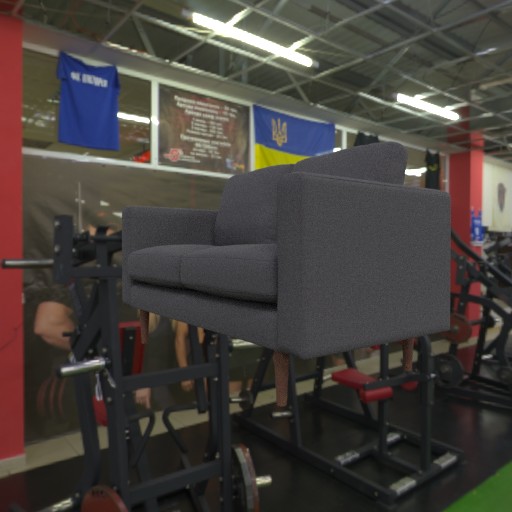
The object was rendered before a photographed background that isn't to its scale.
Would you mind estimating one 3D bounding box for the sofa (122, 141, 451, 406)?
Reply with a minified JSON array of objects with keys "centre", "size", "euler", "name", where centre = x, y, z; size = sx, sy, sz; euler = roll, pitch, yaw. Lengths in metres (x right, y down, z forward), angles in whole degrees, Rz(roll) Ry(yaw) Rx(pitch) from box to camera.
[{"centre":[0.000,0.000,2.003],"size":[0.796,0.908,1.430],"euler":[-1,2,-36],"name":"sofa"}]
